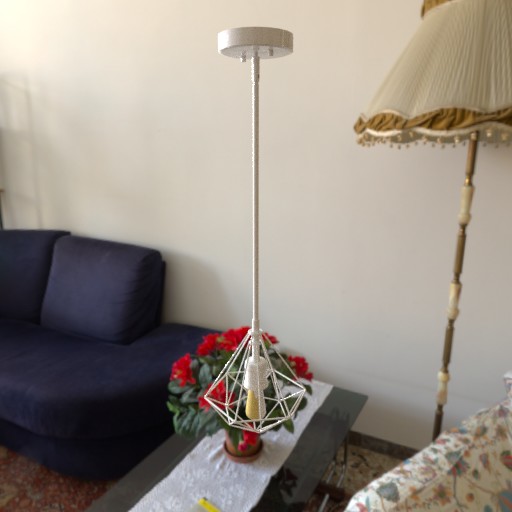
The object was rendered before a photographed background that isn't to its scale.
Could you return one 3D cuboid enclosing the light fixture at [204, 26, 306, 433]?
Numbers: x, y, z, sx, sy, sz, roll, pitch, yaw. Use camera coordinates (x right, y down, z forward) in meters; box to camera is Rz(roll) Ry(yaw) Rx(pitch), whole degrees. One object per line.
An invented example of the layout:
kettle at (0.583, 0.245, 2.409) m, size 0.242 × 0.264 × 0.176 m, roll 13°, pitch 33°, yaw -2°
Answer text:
light fixture at (0.000, 0.000, 1.942) m, size 0.487 × 1.764 × 0.431 m, roll -2°, pitch 14°, yaw -8°
